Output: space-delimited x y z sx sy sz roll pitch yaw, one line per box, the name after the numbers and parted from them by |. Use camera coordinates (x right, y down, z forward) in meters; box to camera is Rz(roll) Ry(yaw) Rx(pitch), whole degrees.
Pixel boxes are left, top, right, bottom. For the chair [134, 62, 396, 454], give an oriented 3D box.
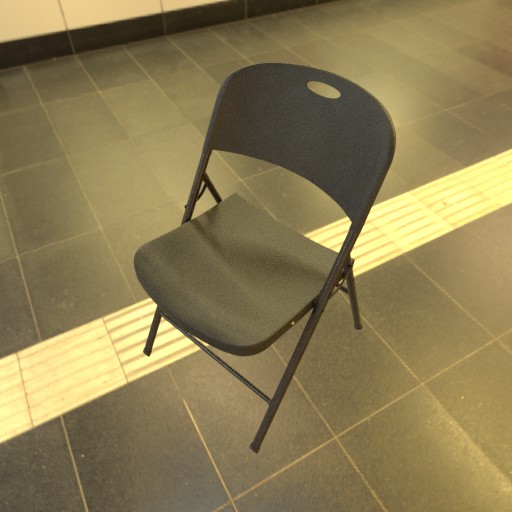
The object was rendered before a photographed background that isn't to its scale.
0.000 0.000 1.182 0.494 0.810 0.566 32 55 27 | chair
